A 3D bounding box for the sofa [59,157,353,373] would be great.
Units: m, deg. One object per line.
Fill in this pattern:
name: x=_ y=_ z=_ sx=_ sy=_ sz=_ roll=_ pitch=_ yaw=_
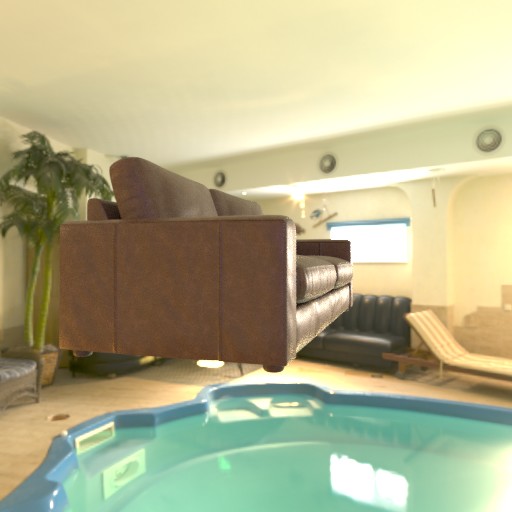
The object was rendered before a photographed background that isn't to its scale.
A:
sofa: x=0.000 y=0.000 z=2.715 sx=1.016 sy=0.873 sz=2.179 roll=0 pitch=-1 yaw=18
